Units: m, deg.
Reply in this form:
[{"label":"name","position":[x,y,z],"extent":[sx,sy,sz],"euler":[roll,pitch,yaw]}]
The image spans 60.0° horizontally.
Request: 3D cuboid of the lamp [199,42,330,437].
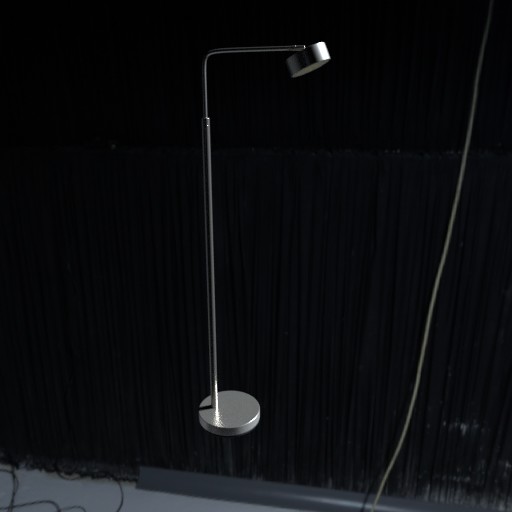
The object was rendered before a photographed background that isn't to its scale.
[{"label":"lamp","position":[0.000,0.000,1.437],"extent":[0.421,1.250,0.222],"euler":[3,17,10]}]
